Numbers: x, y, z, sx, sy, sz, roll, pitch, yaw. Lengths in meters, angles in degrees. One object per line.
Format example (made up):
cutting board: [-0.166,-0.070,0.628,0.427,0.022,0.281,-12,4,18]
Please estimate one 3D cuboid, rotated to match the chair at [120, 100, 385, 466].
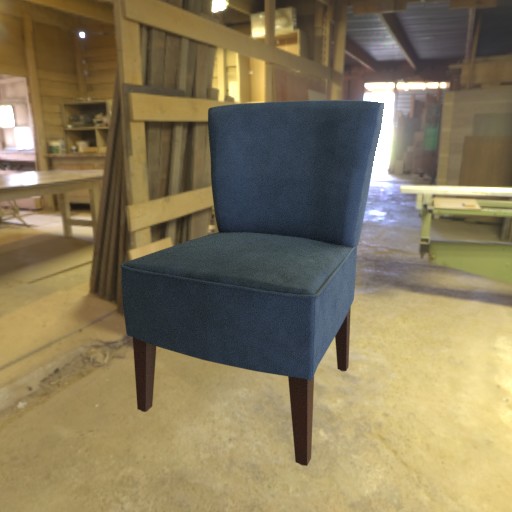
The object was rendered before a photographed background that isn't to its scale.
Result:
chair: [0.000,0.000,1.173,0.521,0.806,0.551,7,17,25]
